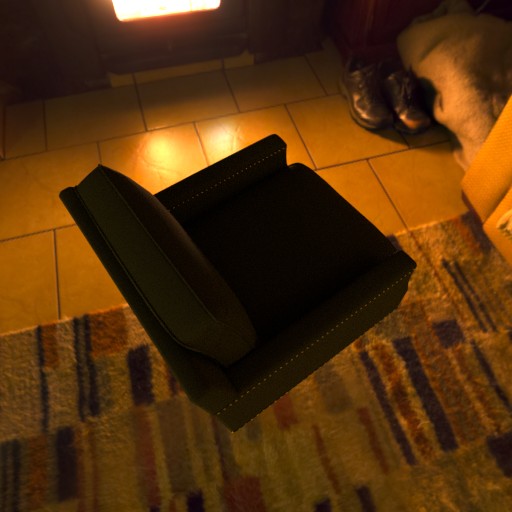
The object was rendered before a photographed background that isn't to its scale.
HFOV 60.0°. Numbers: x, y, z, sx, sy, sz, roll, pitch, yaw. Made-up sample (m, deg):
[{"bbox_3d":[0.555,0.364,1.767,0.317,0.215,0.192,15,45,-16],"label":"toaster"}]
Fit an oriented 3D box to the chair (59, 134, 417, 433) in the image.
[{"bbox_3d":[0.000,0.000,1.719,1.014,0.943,0.853,-32,63,-18],"label":"chair"}]
